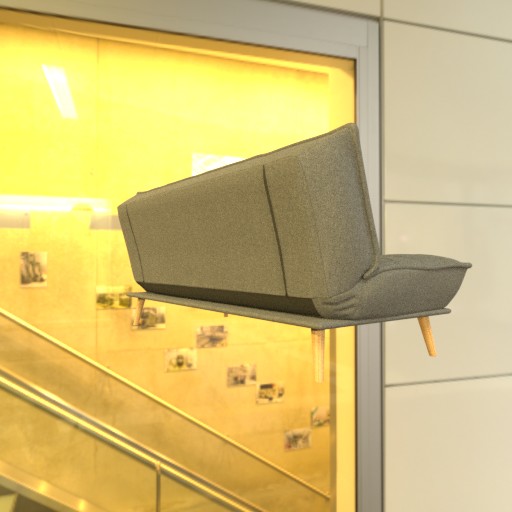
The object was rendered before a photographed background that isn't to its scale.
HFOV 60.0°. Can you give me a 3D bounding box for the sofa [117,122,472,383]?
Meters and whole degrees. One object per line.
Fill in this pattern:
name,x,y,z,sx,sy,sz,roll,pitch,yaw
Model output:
sofa,0.000,0.000,2.432,0.950,0.890,1.940,0,-1,-37
